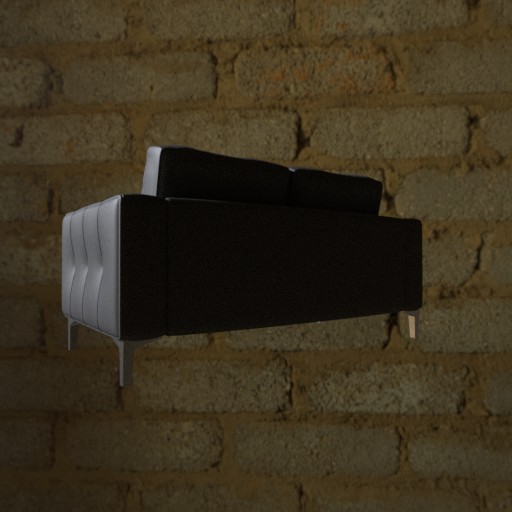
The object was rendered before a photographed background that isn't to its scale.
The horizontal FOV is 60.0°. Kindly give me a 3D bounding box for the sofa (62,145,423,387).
[{"bbox_3d":[0.000,0.000,2.277,1.726,0.893,0.833,0,-1,-36],"label":"sofa"}]
